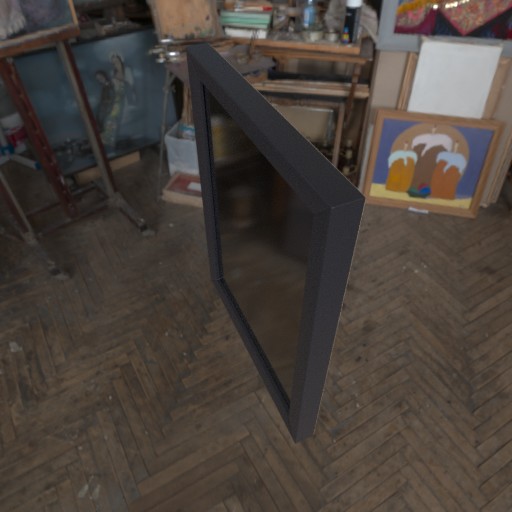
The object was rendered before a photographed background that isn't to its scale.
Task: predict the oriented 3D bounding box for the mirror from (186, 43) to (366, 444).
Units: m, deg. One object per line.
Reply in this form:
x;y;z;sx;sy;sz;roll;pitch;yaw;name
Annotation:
0.000;0.000;0.699;0.041;0.508;0.405;-18;48;-17;mirror
